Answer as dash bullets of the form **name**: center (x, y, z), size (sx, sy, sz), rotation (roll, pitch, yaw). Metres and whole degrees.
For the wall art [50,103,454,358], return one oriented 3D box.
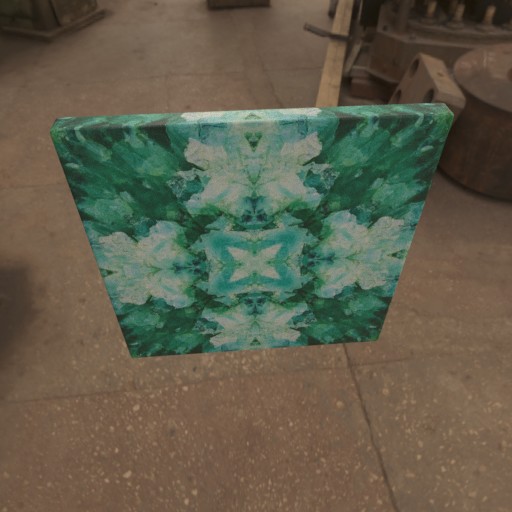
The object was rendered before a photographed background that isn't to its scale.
- **wall art**: center (0.000, 0.000, 0.743), size (0.507, 0.508, 0.038), rotation (-3, 45, -3)
